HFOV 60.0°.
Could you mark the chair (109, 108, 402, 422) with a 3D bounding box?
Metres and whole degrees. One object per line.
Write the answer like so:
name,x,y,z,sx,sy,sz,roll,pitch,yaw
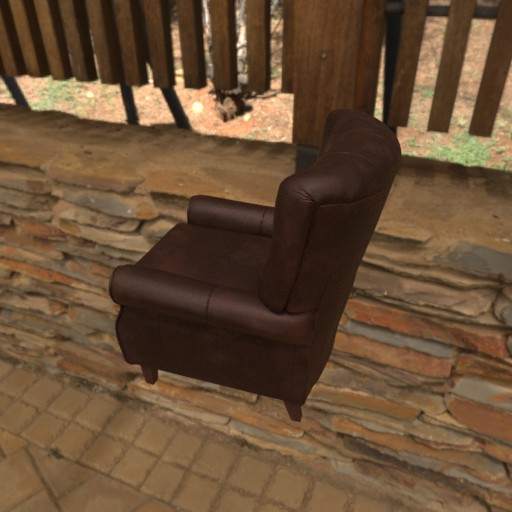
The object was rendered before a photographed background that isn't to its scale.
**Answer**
chair,0.000,0.000,1.931,1.058,1.158,0.948,9,33,15
